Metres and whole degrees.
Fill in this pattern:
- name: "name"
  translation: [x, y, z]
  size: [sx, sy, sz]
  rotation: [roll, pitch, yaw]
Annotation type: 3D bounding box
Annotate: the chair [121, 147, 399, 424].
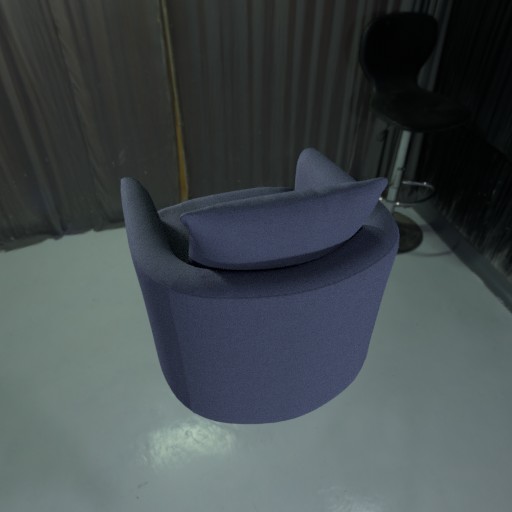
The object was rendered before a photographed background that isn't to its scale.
- name: "chair"
  translation: [0.000, 0.000, 1.604]
  size: [0.845, 0.848, 0.910]
  rotation: [-12, 43, -13]
